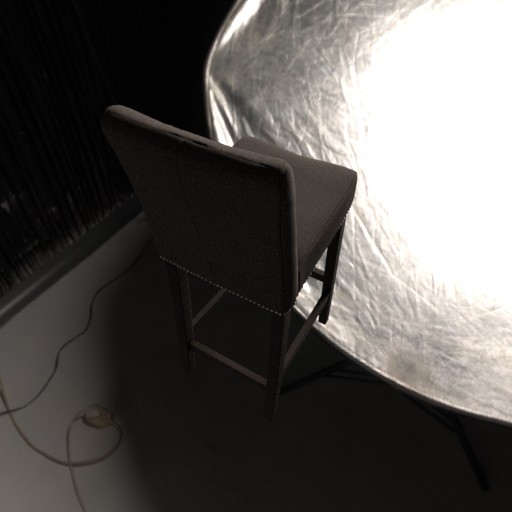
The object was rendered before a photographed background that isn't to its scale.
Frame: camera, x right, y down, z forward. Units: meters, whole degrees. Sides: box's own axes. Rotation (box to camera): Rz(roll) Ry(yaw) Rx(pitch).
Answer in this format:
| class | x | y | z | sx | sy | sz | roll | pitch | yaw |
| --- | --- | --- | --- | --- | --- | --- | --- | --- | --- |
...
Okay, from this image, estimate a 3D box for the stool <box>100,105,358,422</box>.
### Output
| class | x | y | z | sx | sy | sz | roll | pitch | yaw |
| --- | --- | --- | --- | --- | --- | --- | --- | --- | --- |
| stool | 0.000 | 0.000 | 1.301 | 0.411 | 1.047 | 0.548 | 24 | 51 | 21 |
